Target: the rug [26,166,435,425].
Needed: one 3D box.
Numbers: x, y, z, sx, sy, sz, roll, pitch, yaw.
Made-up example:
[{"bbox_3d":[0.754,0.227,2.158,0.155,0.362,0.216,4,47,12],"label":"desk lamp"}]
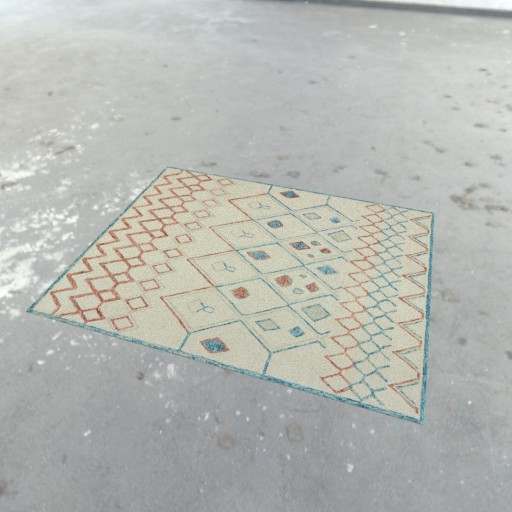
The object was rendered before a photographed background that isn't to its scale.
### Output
[{"bbox_3d":[0.000,0.000,4.034,3.050,0.016,2.441,12,42,14],"label":"rug"}]
